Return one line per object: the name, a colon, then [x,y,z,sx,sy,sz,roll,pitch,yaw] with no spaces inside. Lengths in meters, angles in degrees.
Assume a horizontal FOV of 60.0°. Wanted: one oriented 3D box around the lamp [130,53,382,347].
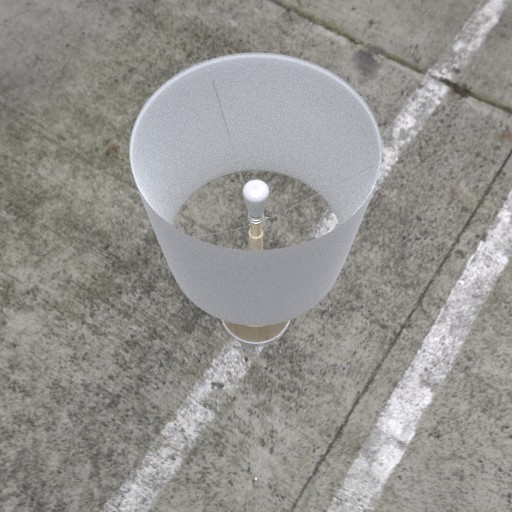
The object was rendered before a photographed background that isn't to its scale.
lamp: [0.000,0.000,0.610,0.229,0.470,0.229,33,68,15]
